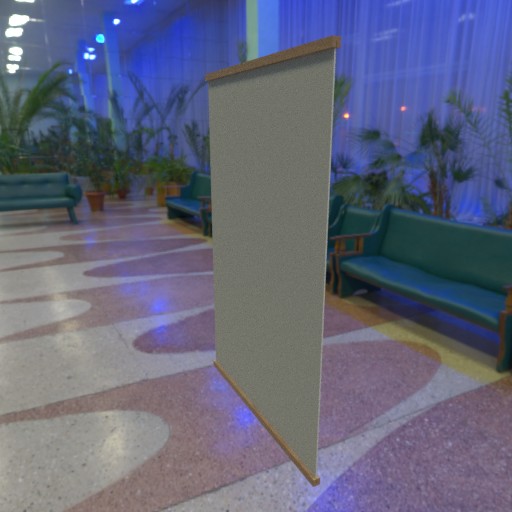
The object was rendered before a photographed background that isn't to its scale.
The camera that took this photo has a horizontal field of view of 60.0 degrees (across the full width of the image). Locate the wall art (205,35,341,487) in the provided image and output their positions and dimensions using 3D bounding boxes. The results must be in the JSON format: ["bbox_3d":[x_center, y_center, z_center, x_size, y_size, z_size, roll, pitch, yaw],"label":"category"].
[{"bbox_3d":[0.000,0.000,1.861,0.030,1.519,0.990,-8,18,-26],"label":"wall art"}]
